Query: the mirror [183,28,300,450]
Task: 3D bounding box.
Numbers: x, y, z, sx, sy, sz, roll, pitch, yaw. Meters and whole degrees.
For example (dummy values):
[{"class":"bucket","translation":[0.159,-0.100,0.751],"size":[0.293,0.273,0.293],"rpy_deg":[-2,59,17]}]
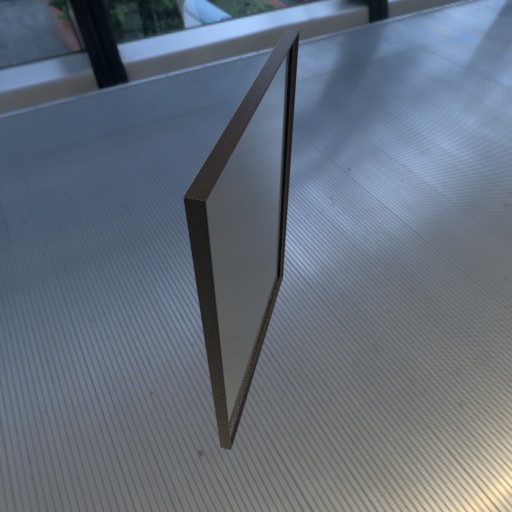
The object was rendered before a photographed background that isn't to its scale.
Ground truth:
[{"class":"mirror","translation":[0.000,0.000,1.313],"size":[0.041,1.016,0.762],"rpy_deg":[11,47,10]}]
